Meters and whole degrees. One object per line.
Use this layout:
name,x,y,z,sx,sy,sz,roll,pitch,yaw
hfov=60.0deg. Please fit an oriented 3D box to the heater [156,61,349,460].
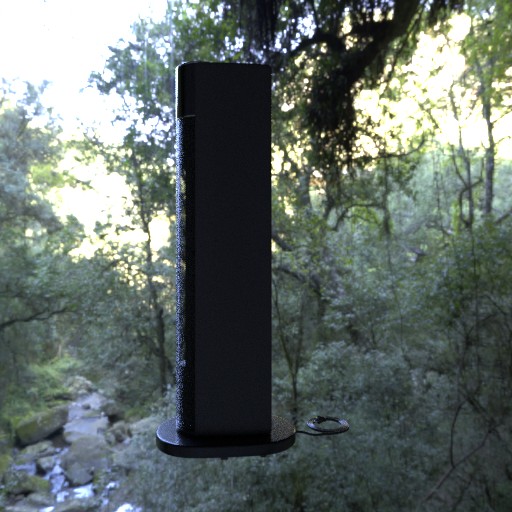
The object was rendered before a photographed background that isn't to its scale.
heater,0.000,0.000,1.032,0.458,0.856,0.214,0,0,-1
